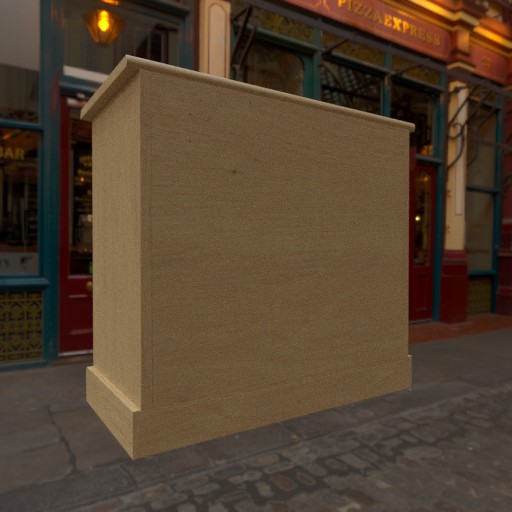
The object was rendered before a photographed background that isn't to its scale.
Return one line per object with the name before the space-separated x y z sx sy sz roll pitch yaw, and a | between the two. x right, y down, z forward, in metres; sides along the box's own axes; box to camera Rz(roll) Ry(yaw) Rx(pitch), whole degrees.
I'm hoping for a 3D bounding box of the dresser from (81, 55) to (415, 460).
dresser | 0.000 0.000 1.342 0.915 0.835 0.440 -1 1 -33
